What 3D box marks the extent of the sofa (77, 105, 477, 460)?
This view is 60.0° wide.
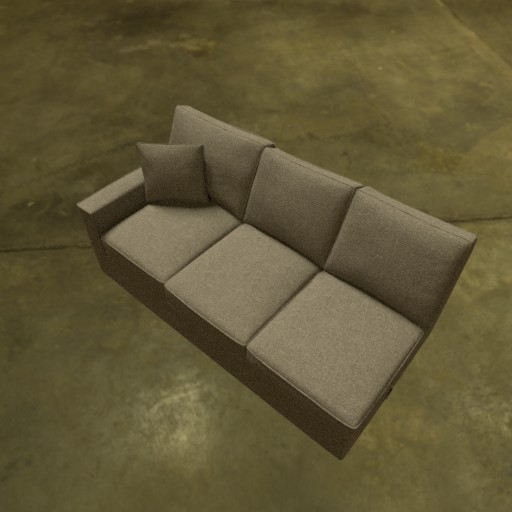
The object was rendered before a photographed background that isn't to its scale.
[{"bbox_3d":[0.000,0.000,2.537,1.963,0.946,1.034,31,54,27],"label":"sofa"}]
